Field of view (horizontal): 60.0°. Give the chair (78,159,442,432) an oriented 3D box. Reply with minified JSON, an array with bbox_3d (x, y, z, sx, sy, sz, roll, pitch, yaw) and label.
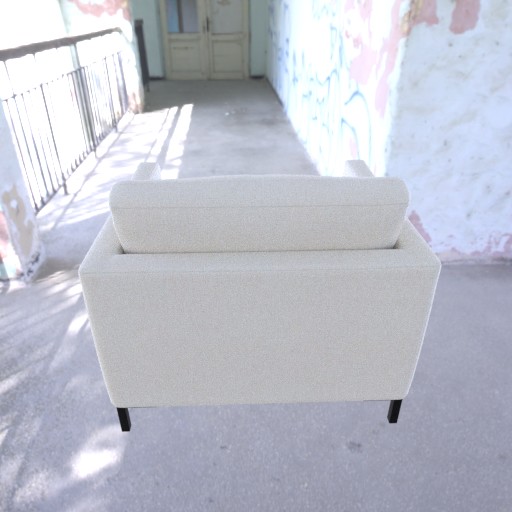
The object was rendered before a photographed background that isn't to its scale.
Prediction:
[{"bbox_3d":[0.000,0.000,1.601,0.964,0.806,0.875,-1,30,-2],"label":"chair"}]
